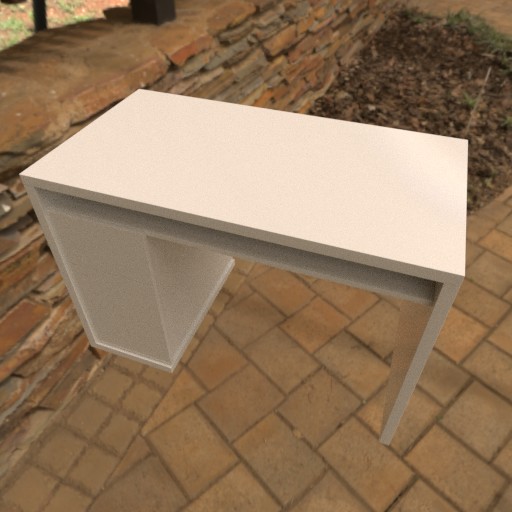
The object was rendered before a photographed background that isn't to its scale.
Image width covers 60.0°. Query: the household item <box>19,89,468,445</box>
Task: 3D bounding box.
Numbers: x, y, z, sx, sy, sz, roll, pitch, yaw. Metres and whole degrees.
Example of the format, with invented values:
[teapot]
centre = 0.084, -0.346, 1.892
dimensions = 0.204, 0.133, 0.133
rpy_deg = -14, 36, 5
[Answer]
[household item]
centre = 0.000, 0.000, 1.477
dimensions = 1.100, 0.749, 0.597
rpy_deg = 14, 44, 15
